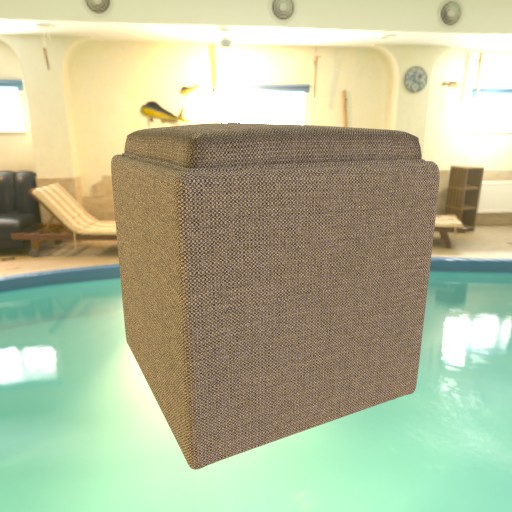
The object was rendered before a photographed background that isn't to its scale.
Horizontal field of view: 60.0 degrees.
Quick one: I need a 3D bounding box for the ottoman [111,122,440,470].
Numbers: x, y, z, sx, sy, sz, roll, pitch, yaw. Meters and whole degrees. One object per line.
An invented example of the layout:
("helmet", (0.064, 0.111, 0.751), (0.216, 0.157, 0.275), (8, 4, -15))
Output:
("ottoman", (0.000, 0.000, 0.845), (0.436, 0.487, 0.454), (-8, 18, -26))
